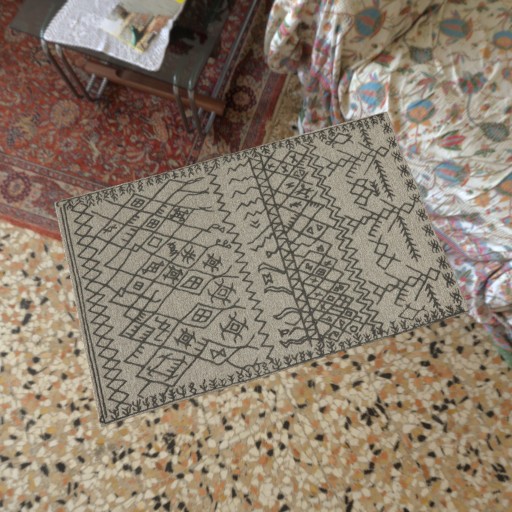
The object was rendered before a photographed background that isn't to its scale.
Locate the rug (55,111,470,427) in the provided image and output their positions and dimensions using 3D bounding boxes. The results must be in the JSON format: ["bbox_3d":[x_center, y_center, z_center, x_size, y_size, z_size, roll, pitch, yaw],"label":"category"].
[{"bbox_3d":[0.000,0.000,4.645,3.824,0.019,2.393,-16,77,-4],"label":"rug"}]
